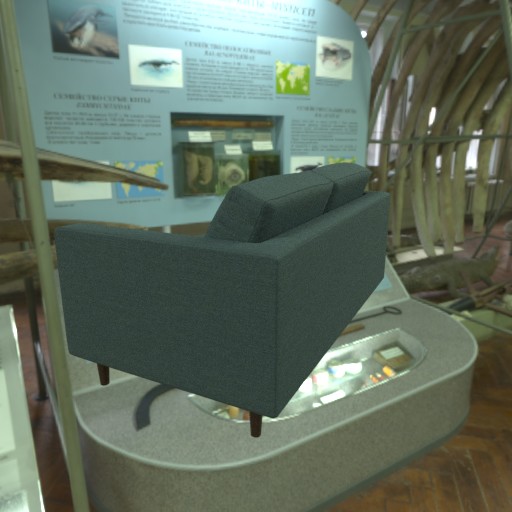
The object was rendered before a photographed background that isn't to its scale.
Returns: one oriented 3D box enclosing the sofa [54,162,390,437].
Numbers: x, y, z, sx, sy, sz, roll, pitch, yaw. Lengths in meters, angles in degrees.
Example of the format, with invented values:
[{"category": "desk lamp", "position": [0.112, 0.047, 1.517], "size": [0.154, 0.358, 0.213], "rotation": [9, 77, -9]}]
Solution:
[{"category": "sofa", "position": [0.000, 0.000, 2.282], "size": [0.999, 0.907, 1.659], "rotation": [8, 17, 26]}]
